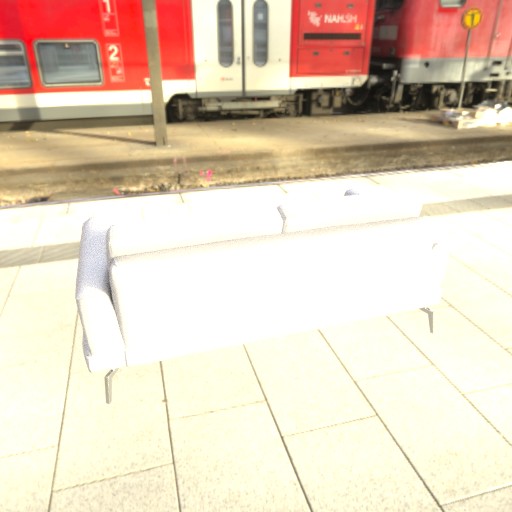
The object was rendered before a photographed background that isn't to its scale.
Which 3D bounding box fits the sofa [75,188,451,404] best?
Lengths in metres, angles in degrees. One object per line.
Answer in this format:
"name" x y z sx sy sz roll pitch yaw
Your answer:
"sofa" 0.000 0.000 2.866 2.177 0.930 1.121 -8 28 -16
